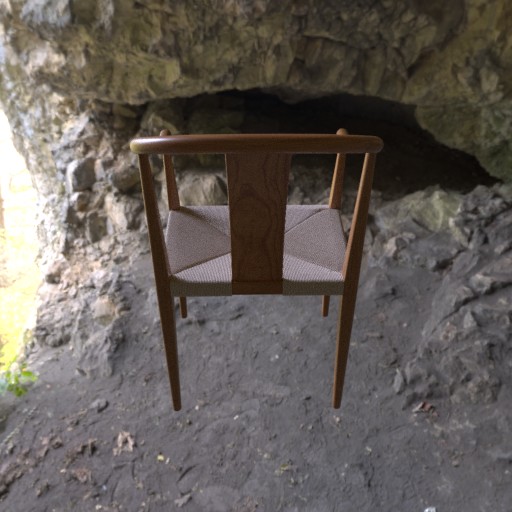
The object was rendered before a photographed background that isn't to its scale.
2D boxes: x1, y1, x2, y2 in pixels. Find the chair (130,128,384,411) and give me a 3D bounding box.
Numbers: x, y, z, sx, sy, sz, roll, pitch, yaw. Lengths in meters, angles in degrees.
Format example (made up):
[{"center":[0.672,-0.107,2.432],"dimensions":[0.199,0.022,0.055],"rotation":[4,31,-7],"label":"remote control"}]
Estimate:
[{"center":[0.000,0.000,1.202],"dimensions":[0.556,0.800,0.579],"rotation":[-1,30,-1],"label":"chair"}]
